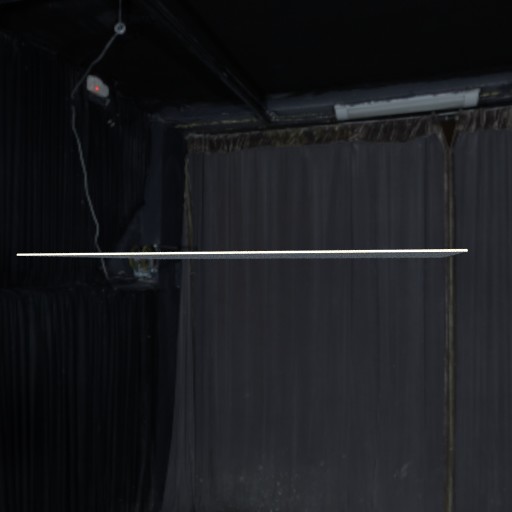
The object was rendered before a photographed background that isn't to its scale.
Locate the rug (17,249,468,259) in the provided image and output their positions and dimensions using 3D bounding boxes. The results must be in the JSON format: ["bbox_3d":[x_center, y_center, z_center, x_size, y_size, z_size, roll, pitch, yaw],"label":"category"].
[{"bbox_3d":[0.000,0.000,2.804,2.284,0.008,1.522,0,-1,19],"label":"rug"}]
